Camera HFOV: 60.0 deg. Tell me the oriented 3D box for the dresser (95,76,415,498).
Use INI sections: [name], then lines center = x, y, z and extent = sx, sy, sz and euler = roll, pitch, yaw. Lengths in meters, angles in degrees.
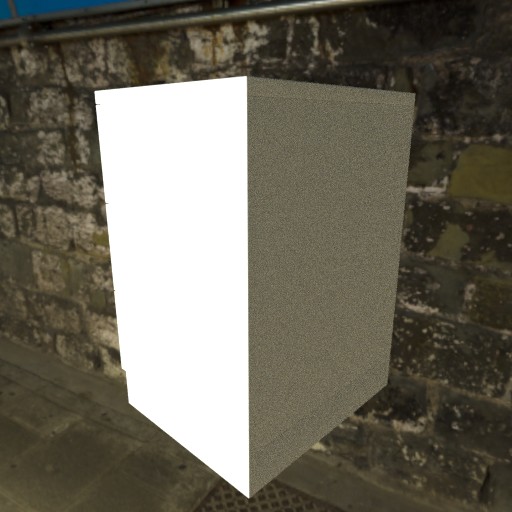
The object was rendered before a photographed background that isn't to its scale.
[dresser]
center = 0.000, 0.000, 0.807
extent = 0.360, 0.560, 0.400
euler = 16, 23, 42
